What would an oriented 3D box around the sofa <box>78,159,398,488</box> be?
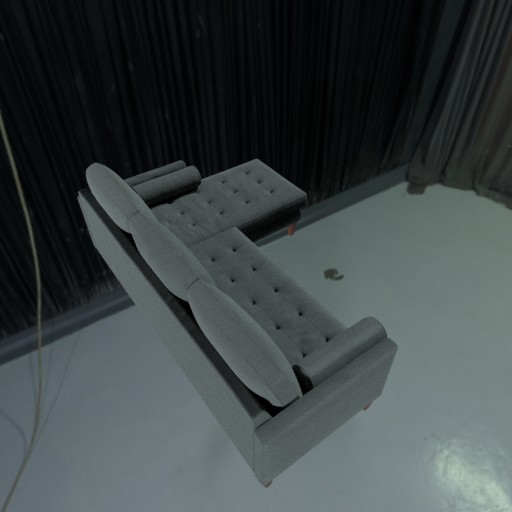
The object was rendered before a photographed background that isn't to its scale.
[{"bbox_3d":[0.000,0.000,2.875,1.506,0.876,2.178,-26,49,-26],"label":"sofa"}]
